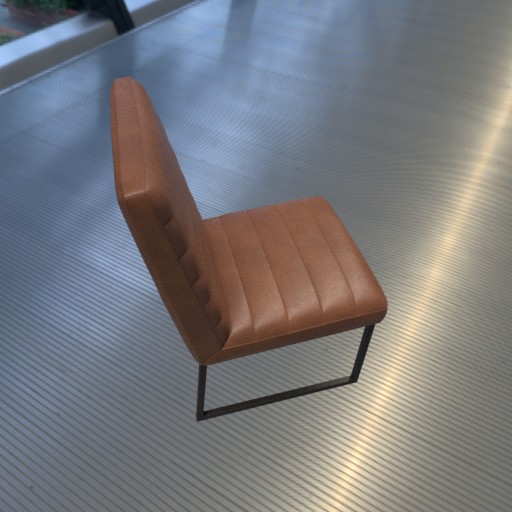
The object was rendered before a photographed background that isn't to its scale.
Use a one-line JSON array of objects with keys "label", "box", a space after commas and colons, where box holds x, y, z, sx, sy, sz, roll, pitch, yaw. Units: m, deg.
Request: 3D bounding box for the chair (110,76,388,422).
[{"label": "chair", "box": [0.000, 0.000, 1.300, 0.634, 0.930, 0.520, -10, 46, -10]}]
